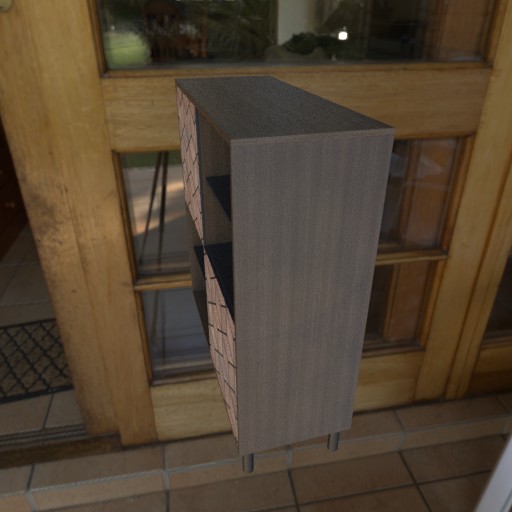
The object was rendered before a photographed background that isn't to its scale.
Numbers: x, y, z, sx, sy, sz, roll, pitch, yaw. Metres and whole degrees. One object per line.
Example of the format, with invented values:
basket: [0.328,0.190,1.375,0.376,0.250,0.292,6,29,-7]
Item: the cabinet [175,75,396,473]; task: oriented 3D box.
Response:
cabinet: [0.000,0.000,1.708,0.400,1.170,1.010,-8,30,-14]
